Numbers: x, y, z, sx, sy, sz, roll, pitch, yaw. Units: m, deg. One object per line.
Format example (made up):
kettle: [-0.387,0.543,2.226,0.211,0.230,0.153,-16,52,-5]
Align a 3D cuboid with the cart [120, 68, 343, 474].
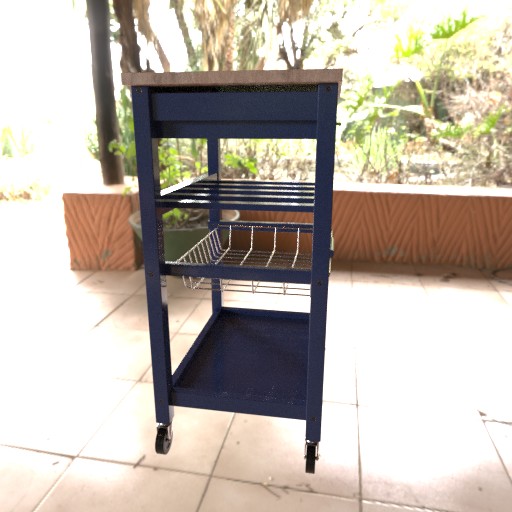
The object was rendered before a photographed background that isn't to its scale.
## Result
cart: [0.000,0.000,1.158,0.403,0.839,0.584,3,17,10]
